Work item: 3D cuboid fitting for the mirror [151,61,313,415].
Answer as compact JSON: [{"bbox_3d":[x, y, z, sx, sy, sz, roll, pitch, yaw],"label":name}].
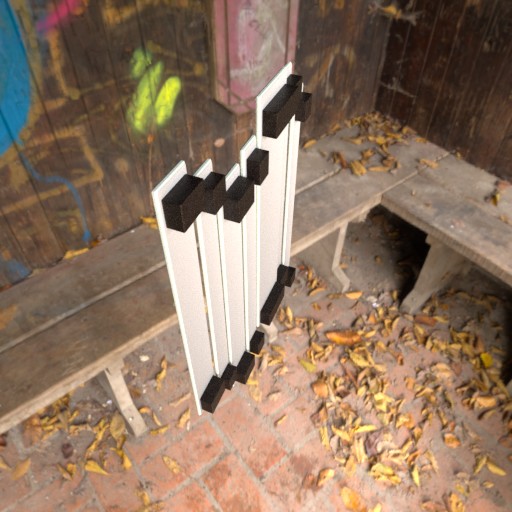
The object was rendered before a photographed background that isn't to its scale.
[{"bbox_3d":[0.000,0.000,0.815,0.058,0.611,0.445,17,48,16],"label":"mirror"}]
